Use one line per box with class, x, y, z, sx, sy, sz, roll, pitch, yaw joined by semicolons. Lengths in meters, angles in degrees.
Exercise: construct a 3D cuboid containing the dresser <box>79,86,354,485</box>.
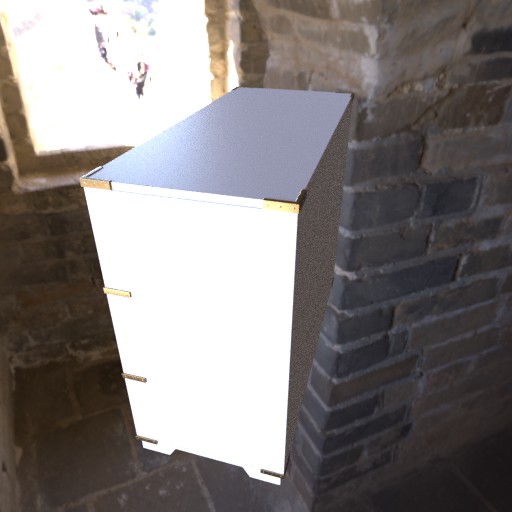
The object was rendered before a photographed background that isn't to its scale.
dresser;0.000;0.000;1.503;0.460;0.891;1.022;9;32;14
